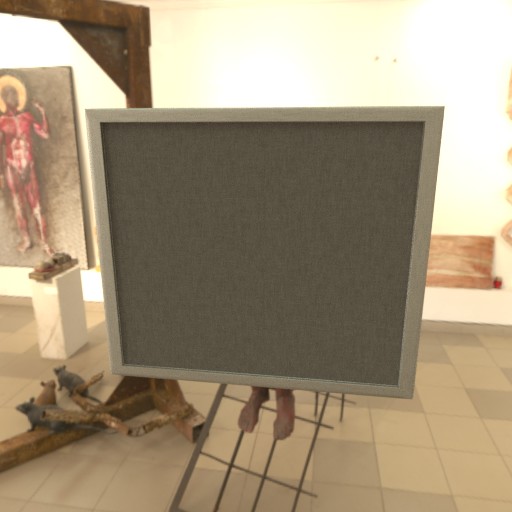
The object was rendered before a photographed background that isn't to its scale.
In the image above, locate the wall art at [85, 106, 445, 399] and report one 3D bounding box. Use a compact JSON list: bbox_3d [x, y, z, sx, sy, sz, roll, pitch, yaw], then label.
[{"bbox_3d":[0.000,0.000,0.520,0.380,0.330,0.028,2,16,8],"label":"wall art"}]
